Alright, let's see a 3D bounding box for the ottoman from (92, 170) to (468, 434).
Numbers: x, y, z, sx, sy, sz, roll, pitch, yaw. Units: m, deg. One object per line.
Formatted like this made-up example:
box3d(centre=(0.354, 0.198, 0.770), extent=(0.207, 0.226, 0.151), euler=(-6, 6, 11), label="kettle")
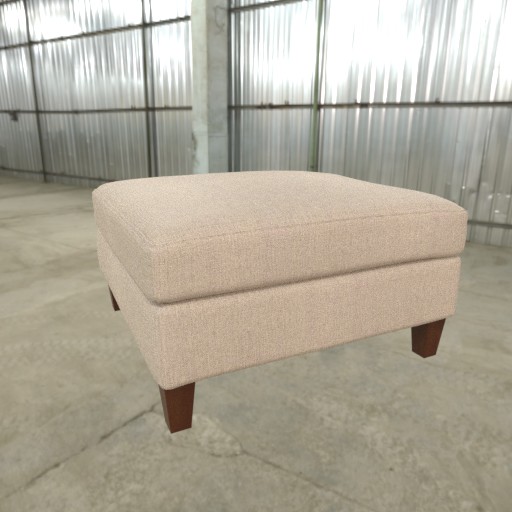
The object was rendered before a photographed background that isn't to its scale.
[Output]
box3d(centre=(0.000, 0.000, 1.350), extent=(0.838, 0.481, 0.838), euler=(-8, 18, -25), label="ottoman")
